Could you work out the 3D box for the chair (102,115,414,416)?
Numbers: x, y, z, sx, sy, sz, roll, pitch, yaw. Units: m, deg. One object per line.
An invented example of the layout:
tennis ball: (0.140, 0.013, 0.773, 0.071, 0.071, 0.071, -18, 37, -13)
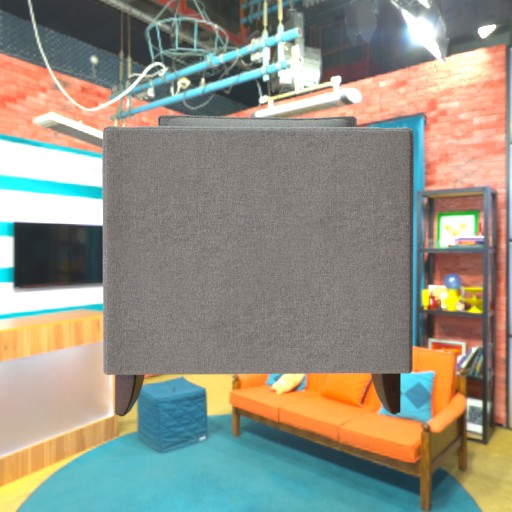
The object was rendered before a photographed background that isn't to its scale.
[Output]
chair: (0.000, 0.000, 1.617, 0.838, 0.864, 0.918, 0, 1, -1)
